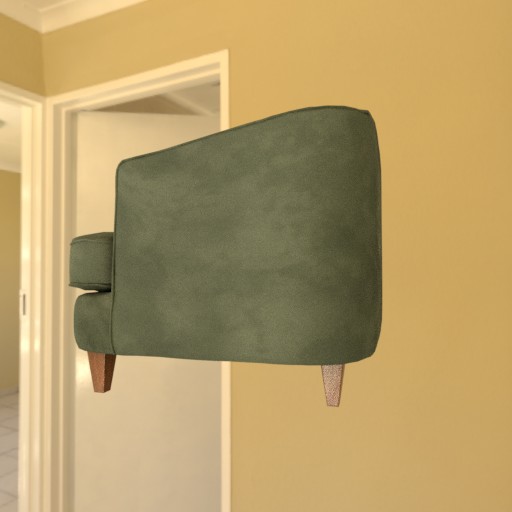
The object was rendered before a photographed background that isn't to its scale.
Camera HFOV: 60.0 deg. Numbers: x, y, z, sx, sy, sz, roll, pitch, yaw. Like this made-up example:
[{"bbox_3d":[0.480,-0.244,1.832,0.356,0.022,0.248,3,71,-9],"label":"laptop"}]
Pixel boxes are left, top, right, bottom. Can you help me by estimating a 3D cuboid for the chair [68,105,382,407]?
[{"bbox_3d":[0.000,0.000,1.737,0.941,0.852,1.104,0,-1,17],"label":"chair"}]
